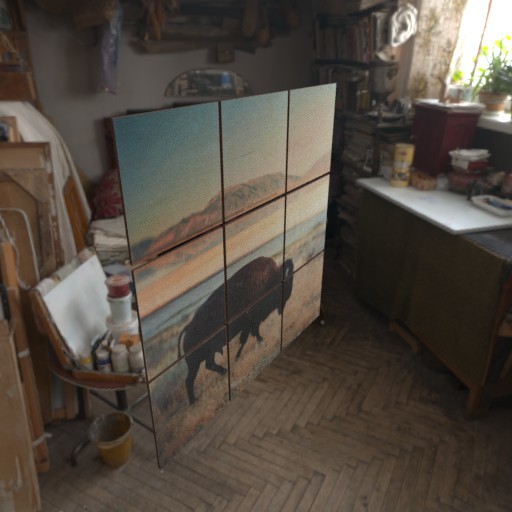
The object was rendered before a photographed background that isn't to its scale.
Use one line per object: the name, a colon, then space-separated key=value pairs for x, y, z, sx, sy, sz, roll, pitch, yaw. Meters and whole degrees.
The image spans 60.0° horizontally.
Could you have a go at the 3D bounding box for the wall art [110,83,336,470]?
wall art: x=0.000 y=0.000 z=2.237 sx=0.019 sy=1.532 sz=1.533 roll=17 pitch=31 yaw=31
